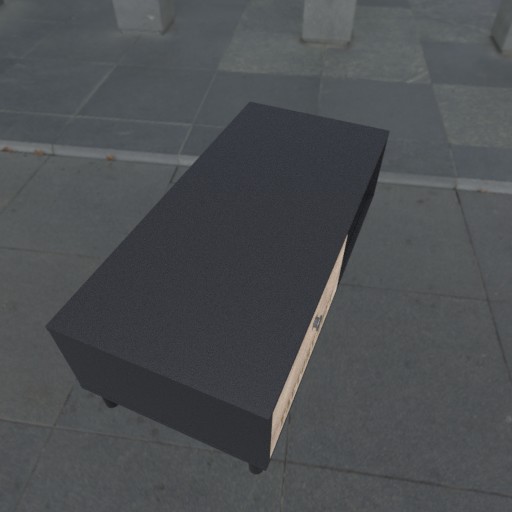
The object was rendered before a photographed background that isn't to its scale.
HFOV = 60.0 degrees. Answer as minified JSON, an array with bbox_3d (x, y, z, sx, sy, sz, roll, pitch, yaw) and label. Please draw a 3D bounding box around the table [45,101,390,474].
[{"bbox_3d":[0.000,0.000,1.384,0.550,0.400,1.100,17,49,16],"label":"table"}]
